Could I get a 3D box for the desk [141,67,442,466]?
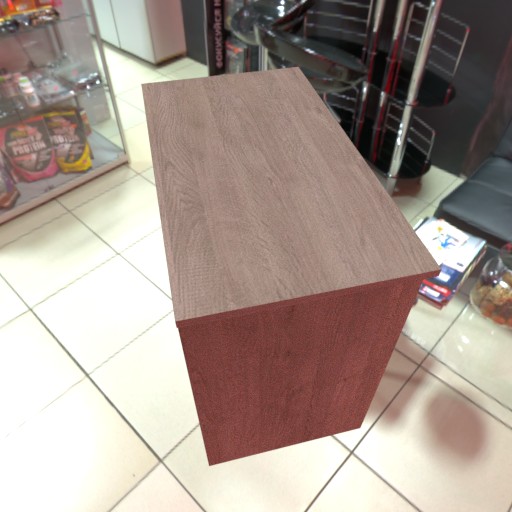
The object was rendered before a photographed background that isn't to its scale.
[{"bbox_3d":[0.000,0.000,1.348,0.498,0.724,0.893,-10,48,-9],"label":"desk"}]
